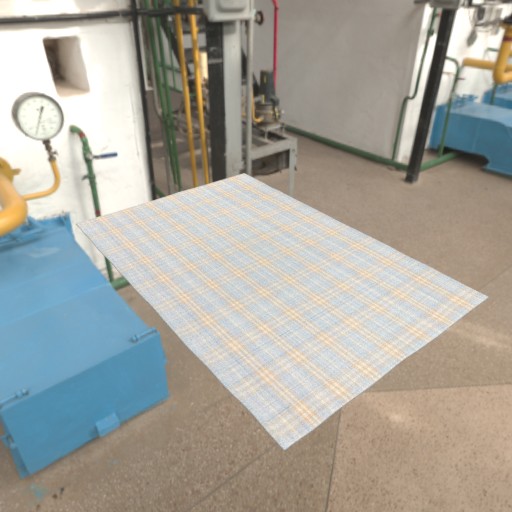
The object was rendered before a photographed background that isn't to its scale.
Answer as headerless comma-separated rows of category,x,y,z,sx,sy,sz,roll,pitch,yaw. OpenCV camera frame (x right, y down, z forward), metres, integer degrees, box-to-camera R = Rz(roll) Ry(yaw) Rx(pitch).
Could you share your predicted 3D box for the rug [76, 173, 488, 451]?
rug,0.000,0.000,2.278,1.231,0.012,1.835,-23,40,-31
